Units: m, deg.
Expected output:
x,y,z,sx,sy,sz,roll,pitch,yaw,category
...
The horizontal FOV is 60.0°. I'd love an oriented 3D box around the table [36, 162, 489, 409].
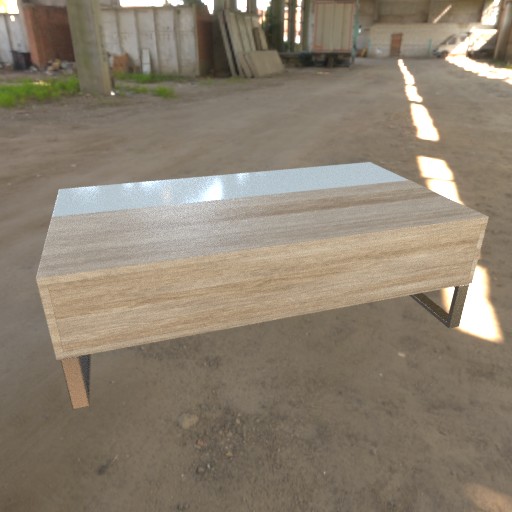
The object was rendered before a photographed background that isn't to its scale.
x,y,z,sx,sy,sz,roll,pitch,yaw,category
0.000,0.000,1.355,1.100,0.350,0.600,-8,28,-16,table
